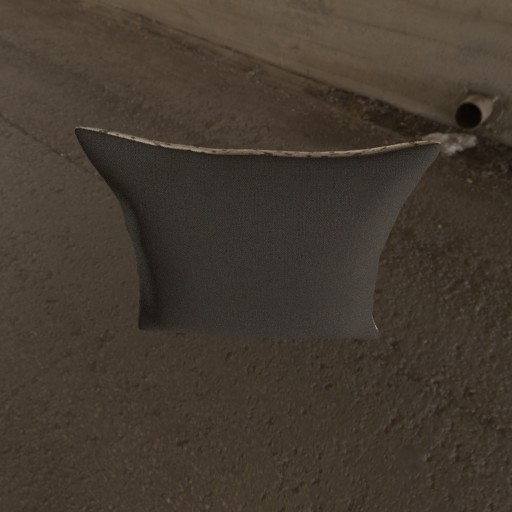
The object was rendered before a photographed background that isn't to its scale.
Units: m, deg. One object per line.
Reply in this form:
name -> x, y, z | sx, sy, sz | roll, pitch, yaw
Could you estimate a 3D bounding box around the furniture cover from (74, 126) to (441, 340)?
furniture cover -> 0.000, 0.000, 0.798 | 0.525, 0.498, 0.180 | 2, 46, 2
